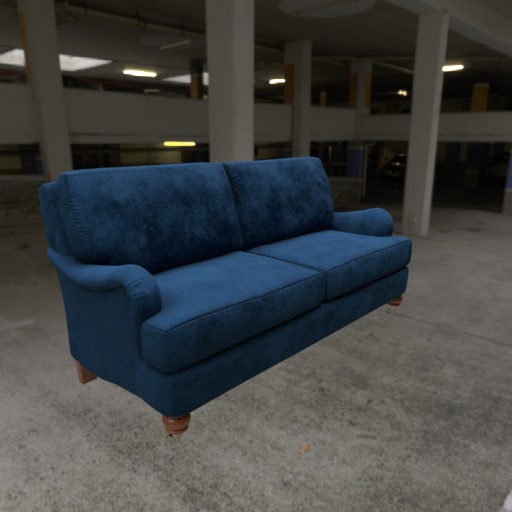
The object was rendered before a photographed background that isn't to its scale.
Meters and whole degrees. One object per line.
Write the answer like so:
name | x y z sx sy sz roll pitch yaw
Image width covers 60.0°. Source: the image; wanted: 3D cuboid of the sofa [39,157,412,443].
sofa | 0.000 0.000 2.683 1.084 1.101 2.141 14 20 41
